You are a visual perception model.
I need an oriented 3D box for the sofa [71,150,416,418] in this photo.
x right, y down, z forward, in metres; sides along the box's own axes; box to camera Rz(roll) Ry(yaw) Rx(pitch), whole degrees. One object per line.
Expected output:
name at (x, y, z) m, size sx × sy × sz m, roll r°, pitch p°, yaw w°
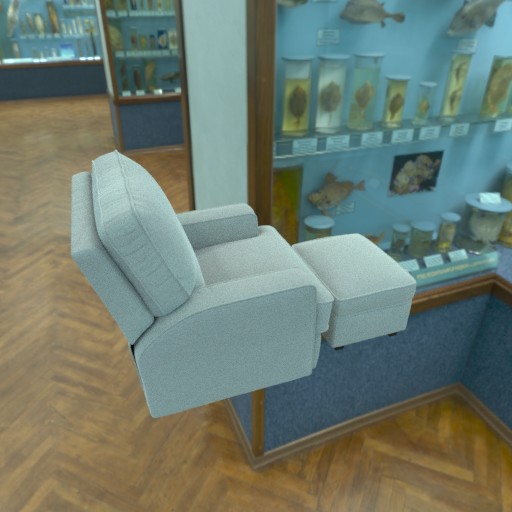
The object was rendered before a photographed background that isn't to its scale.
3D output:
sofa at (0.000, 0.000, 2.057) m, size 1.472 × 0.959 × 0.861 m, roll -10°, pitch 32°, yaw -17°
